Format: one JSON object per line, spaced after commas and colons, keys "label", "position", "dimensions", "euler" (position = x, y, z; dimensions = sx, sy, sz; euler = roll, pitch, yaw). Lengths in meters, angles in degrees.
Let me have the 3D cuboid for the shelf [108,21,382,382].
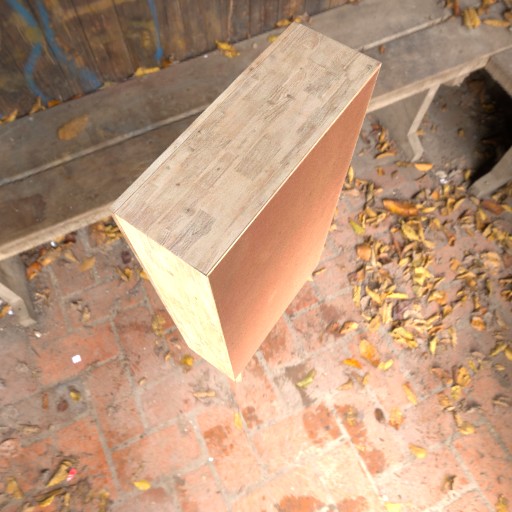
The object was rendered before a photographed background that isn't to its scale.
{"label": "shelf", "position": [0.000, 0.000, 1.743], "dimensions": [0.308, 1.471, 0.748], "euler": [33, 69, 14]}
